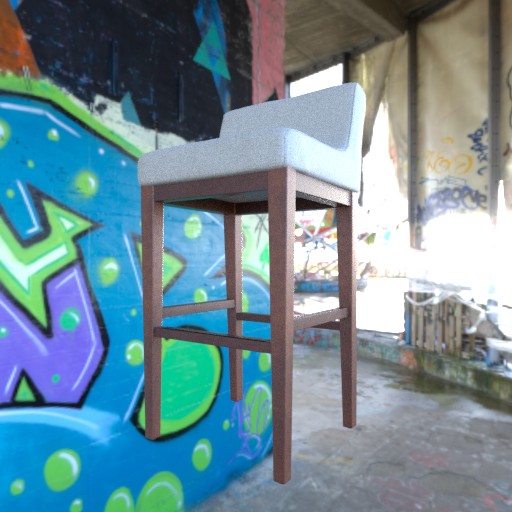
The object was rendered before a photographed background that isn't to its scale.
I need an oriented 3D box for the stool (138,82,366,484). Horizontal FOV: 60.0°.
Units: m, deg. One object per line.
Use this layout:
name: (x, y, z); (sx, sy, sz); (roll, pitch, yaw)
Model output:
stool: (0.000, 0.000, 1.312); (0.511, 1.037, 0.500); (0, 0, 35)
